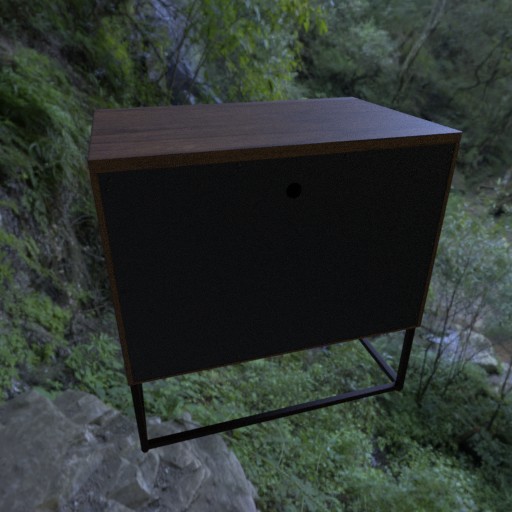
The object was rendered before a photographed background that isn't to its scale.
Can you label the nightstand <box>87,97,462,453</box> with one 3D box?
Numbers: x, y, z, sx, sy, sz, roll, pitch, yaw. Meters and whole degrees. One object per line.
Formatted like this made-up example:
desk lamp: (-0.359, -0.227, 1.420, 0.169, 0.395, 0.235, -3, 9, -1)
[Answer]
nightstand: (0.000, 0.000, 1.007, 0.610, 0.610, 0.437, -8, 29, -15)
